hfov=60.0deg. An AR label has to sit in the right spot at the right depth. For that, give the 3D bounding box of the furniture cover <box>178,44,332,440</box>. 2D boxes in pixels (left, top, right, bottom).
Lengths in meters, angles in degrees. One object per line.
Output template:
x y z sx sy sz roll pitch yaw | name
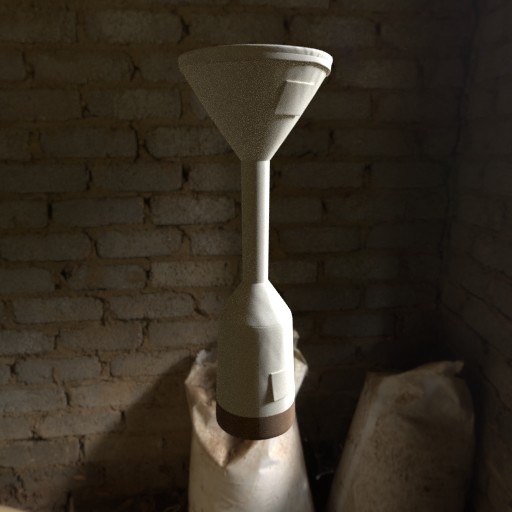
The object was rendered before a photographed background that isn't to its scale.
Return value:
0.000 0.000 2.940 0.914 2.413 0.914 14 20 43 | furniture cover
